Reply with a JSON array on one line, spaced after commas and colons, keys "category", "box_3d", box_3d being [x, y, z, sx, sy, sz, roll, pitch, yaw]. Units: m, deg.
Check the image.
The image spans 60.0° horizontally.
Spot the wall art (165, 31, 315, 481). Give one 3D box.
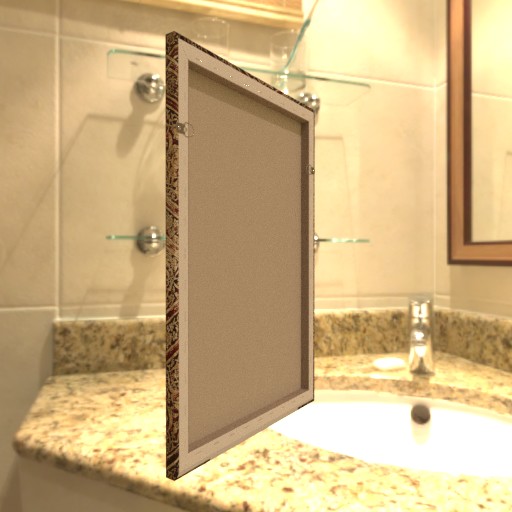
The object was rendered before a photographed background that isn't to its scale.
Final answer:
[{"category": "wall art", "box_3d": [0.000, 0.000, 0.756, 0.020, 0.599, 0.397, 0, 0, 35]}]
